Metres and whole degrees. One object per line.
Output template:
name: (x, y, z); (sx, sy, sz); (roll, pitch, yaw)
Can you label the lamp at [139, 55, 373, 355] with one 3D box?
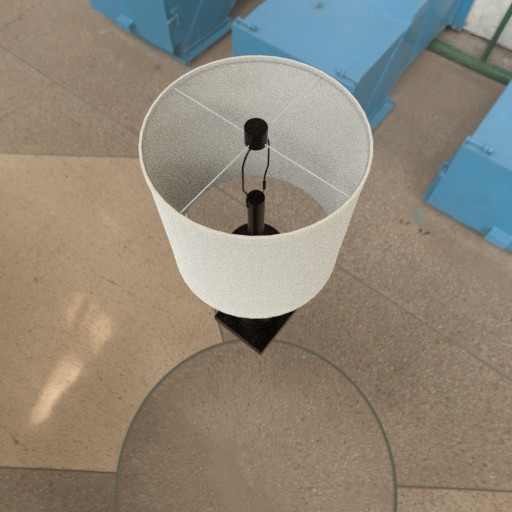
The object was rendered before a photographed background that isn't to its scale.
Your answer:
lamp: (0.000, 0.000, 0.615); (0.211, 0.509, 0.211); (36, 69, 16)
